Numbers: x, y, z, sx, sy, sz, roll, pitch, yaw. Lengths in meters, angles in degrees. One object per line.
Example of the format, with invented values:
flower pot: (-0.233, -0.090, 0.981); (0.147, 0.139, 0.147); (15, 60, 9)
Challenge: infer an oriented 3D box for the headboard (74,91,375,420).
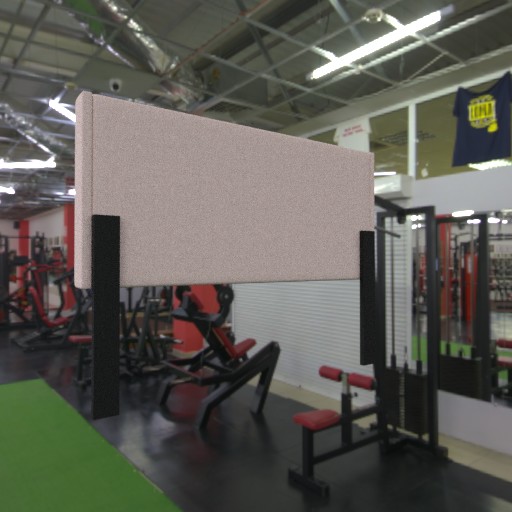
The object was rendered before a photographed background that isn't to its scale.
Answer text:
headboard: (0.000, 0.000, 2.685); (2.051, 1.524, 0.184); (1, -1, -35)
